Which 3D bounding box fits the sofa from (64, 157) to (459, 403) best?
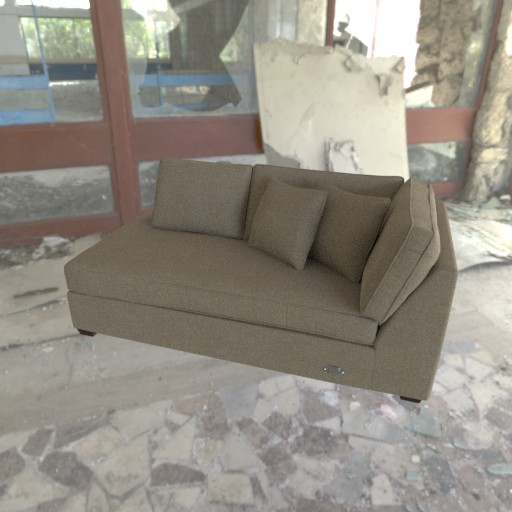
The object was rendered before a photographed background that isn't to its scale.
[{"bbox_3d":[0.000,0.000,2.848,2.238,1.019,1.110,8,26,16],"label":"sofa"}]
